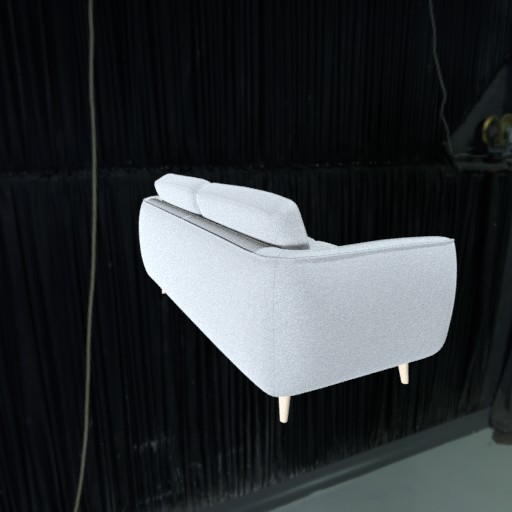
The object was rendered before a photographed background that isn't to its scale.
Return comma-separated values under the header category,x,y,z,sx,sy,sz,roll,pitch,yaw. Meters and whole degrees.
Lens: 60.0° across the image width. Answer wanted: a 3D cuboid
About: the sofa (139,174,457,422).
category,x,y,z,sx,sy,sz,roll,pitch,yaw
sofa,0.000,0.000,2.466,0.920,0.850,2.000,-7,16,-26
